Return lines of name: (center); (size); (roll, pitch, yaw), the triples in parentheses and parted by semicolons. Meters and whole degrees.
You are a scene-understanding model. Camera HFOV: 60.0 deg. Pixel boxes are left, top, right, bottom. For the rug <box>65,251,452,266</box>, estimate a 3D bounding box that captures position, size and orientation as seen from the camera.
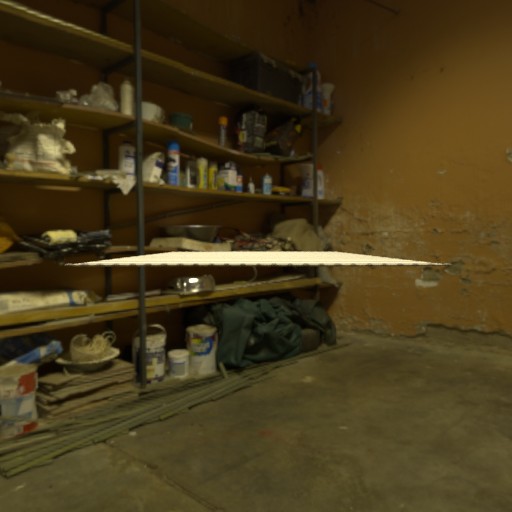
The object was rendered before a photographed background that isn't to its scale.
rug: (0.000, 0.000, 2.984); (1.563, 0.014, 2.425); (0, 2, -1)
